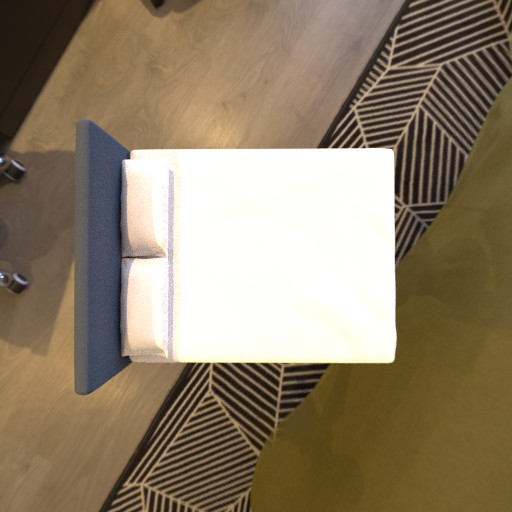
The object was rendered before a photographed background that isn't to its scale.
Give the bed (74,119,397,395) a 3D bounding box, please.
[{"bbox_3d":[0.000,0.000,3.253,2.162,1.330,1.713,0,89,1],"label":"bed"}]
